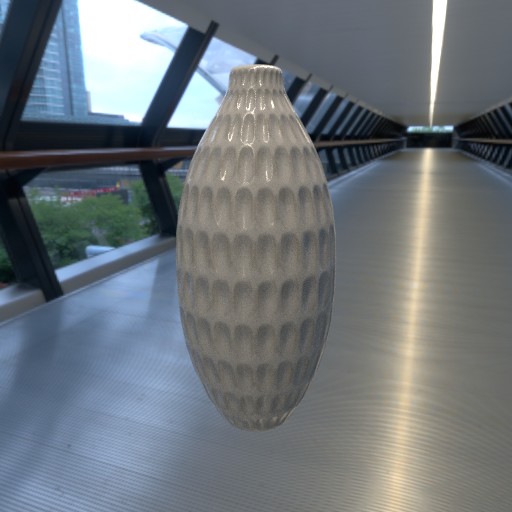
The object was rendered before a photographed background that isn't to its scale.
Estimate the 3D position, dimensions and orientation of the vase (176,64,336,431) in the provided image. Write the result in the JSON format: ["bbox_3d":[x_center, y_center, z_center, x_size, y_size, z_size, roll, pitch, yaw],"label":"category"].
[{"bbox_3d":[0.000,0.000,0.357,0.127,0.282,0.127,0,14,0],"label":"vase"}]
